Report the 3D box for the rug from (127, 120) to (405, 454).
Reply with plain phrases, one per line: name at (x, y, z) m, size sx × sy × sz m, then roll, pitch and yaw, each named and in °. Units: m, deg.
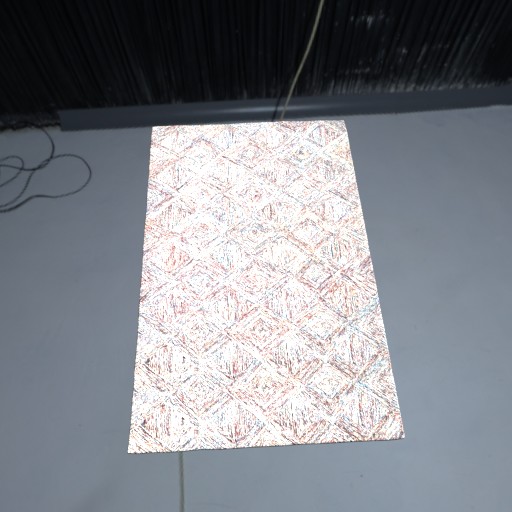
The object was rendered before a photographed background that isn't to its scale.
rug at (0.000, 0.000, 2.215) m, size 1.143 × 0.014 × 1.761 m, roll -3°, pitch 63°, yaw -1°
